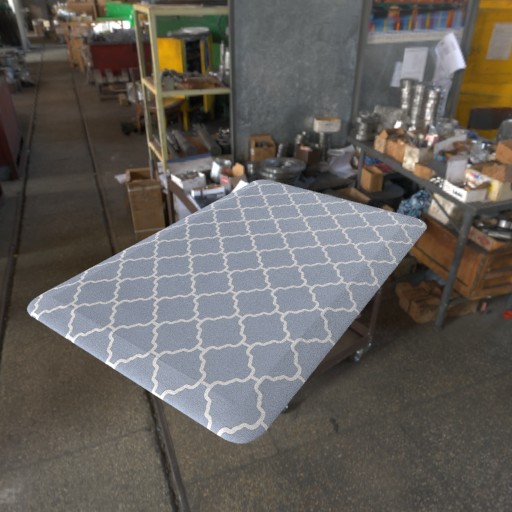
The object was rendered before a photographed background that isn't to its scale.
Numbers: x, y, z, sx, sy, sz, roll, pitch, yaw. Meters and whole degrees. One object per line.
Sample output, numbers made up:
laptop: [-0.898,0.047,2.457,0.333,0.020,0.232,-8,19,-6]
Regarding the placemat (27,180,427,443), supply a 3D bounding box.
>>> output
placemat: [0.000,0.000,0.934,0.508,0.021,0.762,20,37,29]
